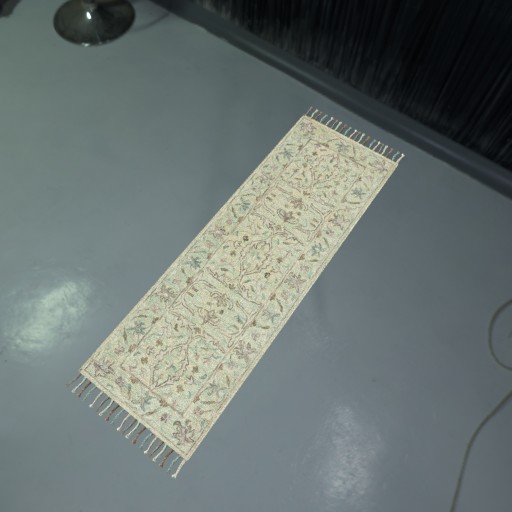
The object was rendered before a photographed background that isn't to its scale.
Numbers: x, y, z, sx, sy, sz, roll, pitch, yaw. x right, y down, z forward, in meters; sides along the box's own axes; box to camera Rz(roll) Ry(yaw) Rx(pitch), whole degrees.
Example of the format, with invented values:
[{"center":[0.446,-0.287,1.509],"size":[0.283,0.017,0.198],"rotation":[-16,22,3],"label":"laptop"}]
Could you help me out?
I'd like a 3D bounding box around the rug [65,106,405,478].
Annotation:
[{"center":[0.000,0.000,2.701],"size":[0.769,0.013,2.440],"rotation":[33,68,15],"label":"rug"}]
